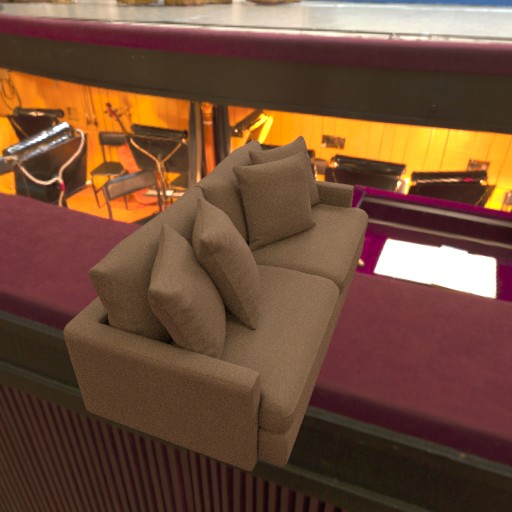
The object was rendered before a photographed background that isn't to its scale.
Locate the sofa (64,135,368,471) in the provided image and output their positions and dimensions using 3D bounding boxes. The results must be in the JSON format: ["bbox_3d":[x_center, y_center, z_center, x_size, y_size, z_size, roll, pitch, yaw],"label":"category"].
[{"bbox_3d":[0.000,0.000,3.042,1.228,1.084,2.380,12,34,18],"label":"sofa"}]
